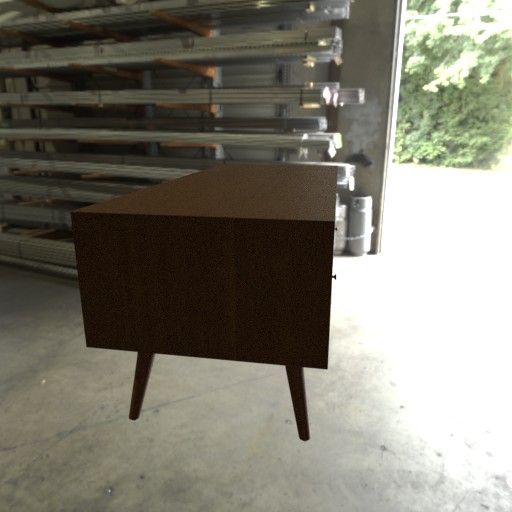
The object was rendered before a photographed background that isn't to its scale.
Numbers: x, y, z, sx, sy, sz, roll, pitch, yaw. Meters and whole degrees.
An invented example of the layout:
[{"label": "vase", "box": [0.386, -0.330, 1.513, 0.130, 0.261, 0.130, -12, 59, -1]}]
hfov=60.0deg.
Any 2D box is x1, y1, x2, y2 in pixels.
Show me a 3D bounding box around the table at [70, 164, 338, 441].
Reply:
[{"label": "table", "box": [0.000, 0.000, 1.365, 0.490, 0.464, 1.119, 3, 16, 10]}]
